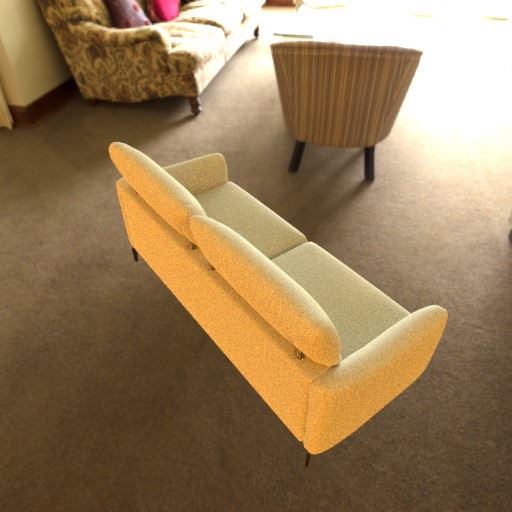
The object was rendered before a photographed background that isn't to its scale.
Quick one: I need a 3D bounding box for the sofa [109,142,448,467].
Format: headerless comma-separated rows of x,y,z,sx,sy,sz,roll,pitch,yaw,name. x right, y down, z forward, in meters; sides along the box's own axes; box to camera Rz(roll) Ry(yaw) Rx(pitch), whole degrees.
0.000,0.000,2.527,0.856,0.956,2.015,-26,47,-27,sofa
